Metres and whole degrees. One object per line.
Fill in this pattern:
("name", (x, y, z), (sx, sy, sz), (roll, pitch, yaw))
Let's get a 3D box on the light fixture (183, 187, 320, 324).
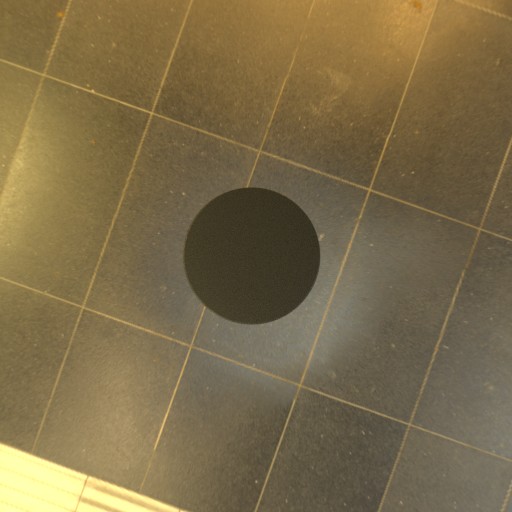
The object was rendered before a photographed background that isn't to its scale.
("light fixture", (0.000, 0.000, 0.680), (0.201, 0.588, 0.201), (0, 90, 1))
